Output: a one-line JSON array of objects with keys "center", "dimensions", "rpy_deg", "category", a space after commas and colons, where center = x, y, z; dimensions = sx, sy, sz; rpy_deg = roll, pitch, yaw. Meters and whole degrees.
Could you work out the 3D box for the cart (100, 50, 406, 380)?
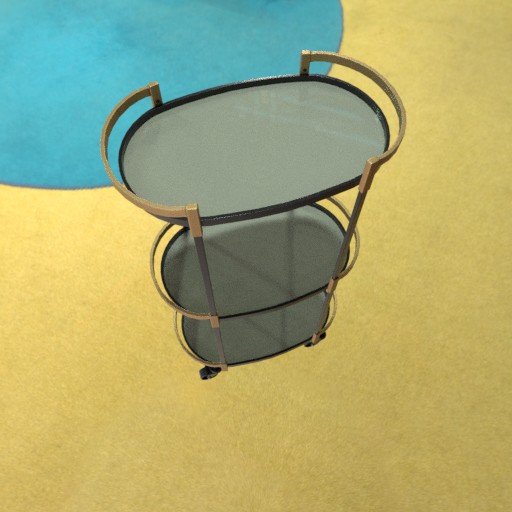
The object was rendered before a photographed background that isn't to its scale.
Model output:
[{"center": [0.000, 0.000, 1.117], "dimensions": [0.515, 0.885, 0.311], "rpy_deg": [-16, 60, -9], "category": "cart"}]
